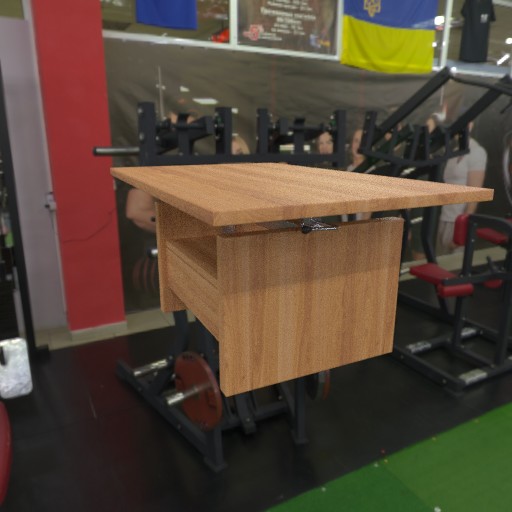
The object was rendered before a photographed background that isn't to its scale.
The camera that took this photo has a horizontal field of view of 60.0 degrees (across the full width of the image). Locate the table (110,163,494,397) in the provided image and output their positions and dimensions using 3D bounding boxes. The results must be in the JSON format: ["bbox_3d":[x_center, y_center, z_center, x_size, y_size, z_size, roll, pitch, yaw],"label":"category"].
[{"bbox_3d":[0.000,0.000,1.430,0.700,0.510,1.100,-7,17,-25],"label":"table"}]
